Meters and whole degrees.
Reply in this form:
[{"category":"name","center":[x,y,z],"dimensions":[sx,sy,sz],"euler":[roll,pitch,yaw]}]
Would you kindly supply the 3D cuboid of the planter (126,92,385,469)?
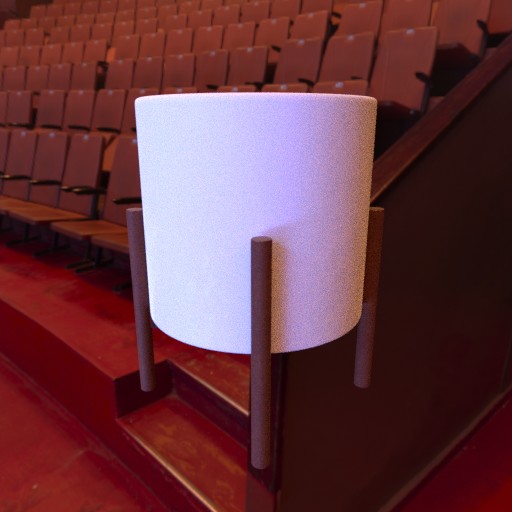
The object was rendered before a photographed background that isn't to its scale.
[{"category":"planter","center":[0.000,0.000,0.875],"dimensions":[0.420,0.581,0.421],"euler":[-15,23,-42]}]
